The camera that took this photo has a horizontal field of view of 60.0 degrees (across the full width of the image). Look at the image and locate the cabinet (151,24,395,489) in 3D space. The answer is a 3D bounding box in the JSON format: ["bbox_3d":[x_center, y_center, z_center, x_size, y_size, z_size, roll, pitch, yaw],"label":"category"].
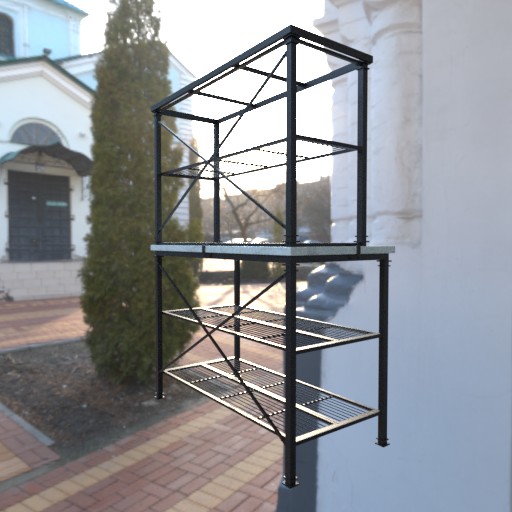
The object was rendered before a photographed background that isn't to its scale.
[{"bbox_3d":[0.000,0.000,2.221,0.610,1.659,1.210,-1,2,-37],"label":"cabinet"}]
